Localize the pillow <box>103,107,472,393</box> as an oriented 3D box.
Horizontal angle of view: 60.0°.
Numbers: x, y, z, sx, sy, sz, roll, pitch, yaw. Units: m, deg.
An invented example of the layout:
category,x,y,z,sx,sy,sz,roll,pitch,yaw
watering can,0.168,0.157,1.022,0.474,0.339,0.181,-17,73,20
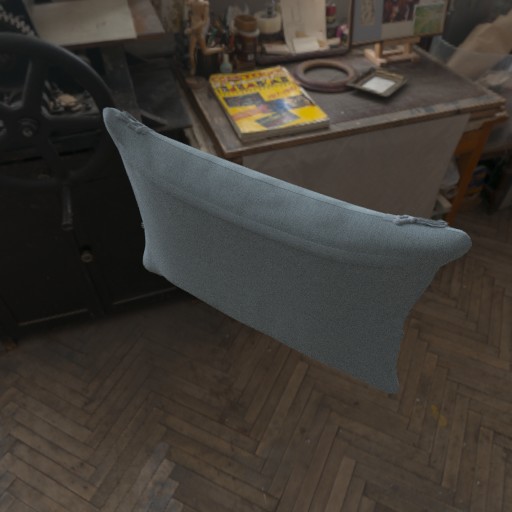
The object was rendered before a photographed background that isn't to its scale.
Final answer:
category,x,y,z,sx,sy,sz,roll,pitch,yaw
pillow,0.000,0.000,0.593,0.466,0.305,0.084,24,50,22
